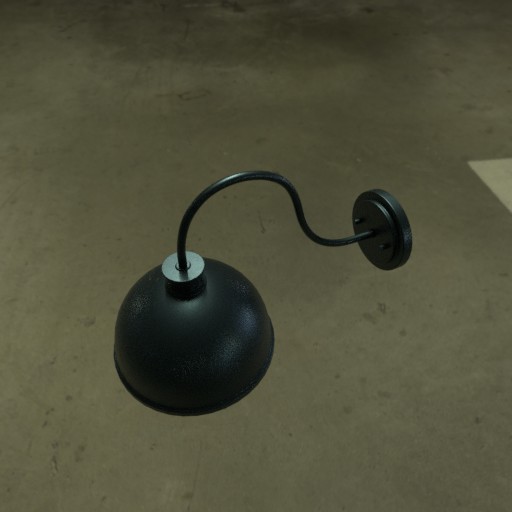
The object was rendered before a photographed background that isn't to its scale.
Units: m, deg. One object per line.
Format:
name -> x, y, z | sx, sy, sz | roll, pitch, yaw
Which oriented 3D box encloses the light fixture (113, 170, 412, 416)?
light fixture -> 0.000, 0.000, 0.640 | 0.467, 0.295, 0.253 | -18, 47, -17
